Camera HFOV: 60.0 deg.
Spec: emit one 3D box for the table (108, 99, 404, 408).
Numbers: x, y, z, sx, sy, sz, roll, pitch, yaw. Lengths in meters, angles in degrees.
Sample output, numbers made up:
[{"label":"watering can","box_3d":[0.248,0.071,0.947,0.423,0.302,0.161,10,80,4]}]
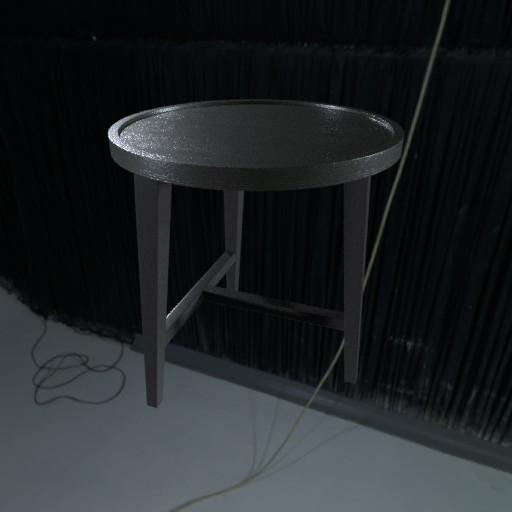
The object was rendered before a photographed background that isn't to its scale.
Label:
[{"label":"table","box_3d":[0.000,0.000,0.907,0.500,0.531,0.500,0,29,0]}]
